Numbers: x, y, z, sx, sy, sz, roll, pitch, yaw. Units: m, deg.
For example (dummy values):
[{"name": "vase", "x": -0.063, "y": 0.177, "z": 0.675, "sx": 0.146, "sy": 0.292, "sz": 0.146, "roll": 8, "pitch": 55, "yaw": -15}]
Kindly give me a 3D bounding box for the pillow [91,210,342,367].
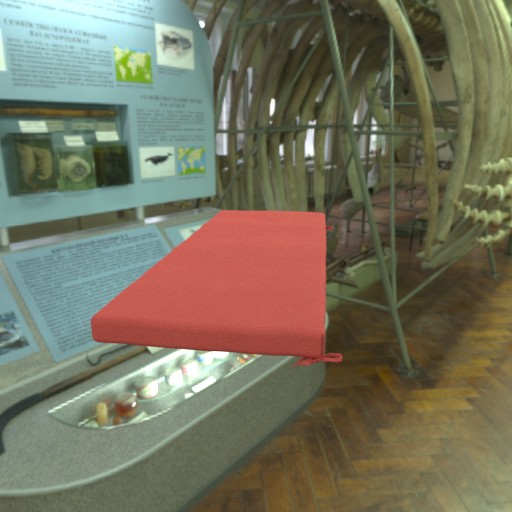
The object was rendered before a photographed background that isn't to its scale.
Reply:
[{"name": "pillow", "x": 0.000, "y": 0.000, "z": 1.371, "sx": 0.492, "sy": 0.081, "sz": 1.187, "roll": 2, "pitch": 17, "yaw": 8}]
